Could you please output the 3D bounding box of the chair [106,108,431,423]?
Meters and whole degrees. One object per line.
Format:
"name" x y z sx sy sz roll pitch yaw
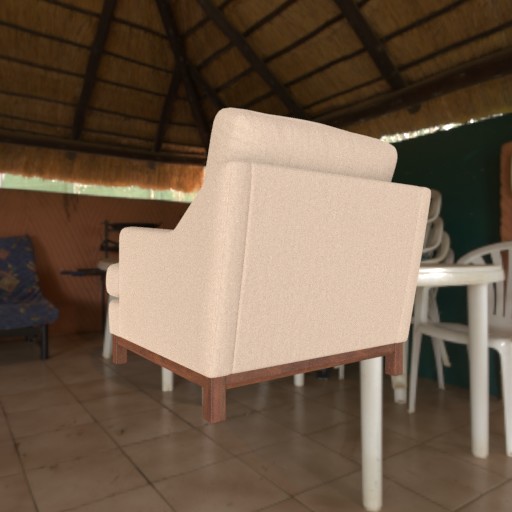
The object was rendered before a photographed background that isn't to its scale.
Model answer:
"chair" 0.000 0.000 1.773 0.912 0.916 1.001 0 1 -36
